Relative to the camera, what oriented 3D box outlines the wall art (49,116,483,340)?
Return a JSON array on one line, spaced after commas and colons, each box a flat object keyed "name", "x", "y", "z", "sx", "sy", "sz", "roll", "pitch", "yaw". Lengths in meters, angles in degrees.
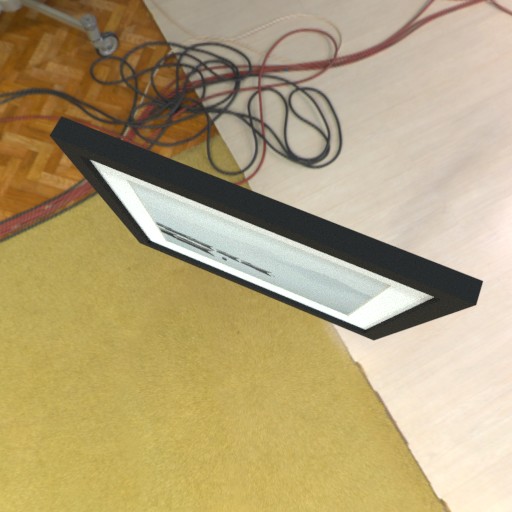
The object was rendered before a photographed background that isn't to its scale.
[{"name": "wall art", "x": 0.000, "y": 0.000, "z": 0.753, "sx": 0.554, "sy": 0.454, "sz": 0.030, "roll": 22, "pitch": 75, "yaw": 6}]
